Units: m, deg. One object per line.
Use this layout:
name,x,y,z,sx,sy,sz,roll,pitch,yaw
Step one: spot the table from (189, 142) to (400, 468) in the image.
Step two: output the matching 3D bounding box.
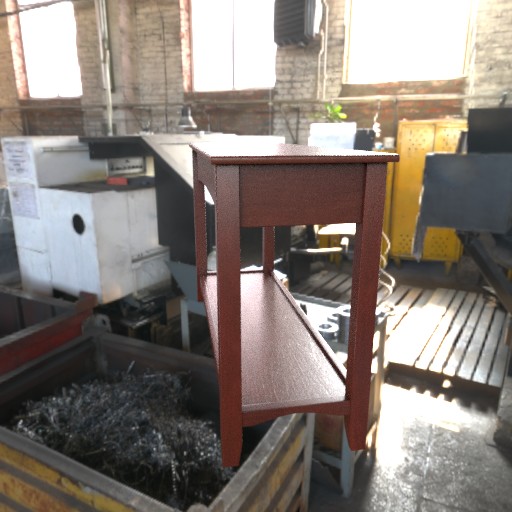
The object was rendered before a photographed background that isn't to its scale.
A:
table,0.000,0.000,1.540,0.392,0.739,1.188,-3,16,-10
